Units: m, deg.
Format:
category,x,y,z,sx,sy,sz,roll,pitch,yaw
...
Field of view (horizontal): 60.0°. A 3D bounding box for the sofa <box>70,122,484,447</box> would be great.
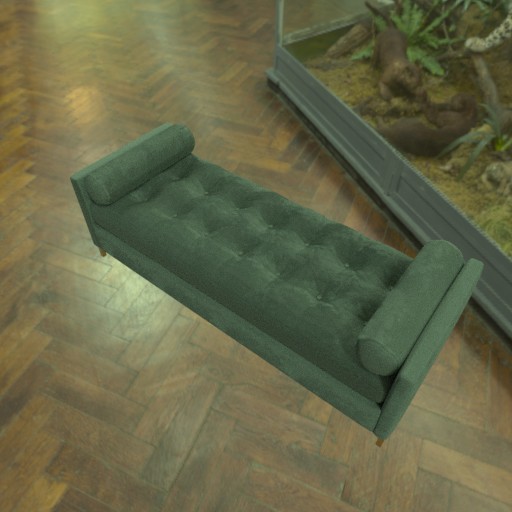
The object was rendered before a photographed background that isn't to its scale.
category,x,y,z,sx,sy,sz,roll,pitch,yaw
sofa,0.000,0.000,2.478,2.102,0.705,0.796,29,53,25
